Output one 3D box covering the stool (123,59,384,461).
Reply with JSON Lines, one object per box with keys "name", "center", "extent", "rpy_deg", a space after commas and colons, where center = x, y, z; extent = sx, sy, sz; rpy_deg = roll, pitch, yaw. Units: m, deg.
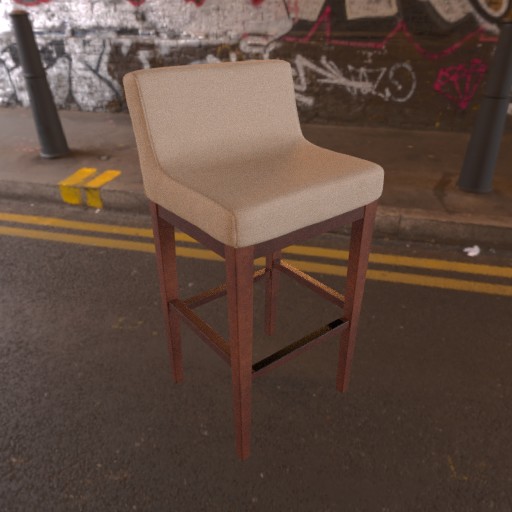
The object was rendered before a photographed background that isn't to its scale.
{"name": "stool", "center": [0.000, 0.000, 1.331], "extent": [0.511, 1.037, 0.500], "rpy_deg": [-21, 35, -33]}
